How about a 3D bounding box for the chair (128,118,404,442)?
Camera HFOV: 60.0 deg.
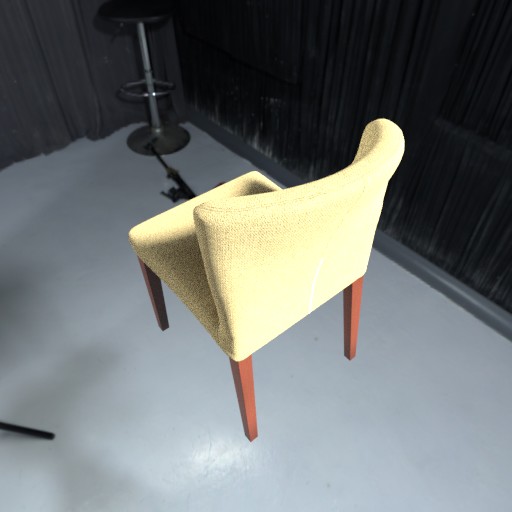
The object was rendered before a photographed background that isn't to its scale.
[{"bbox_3d":[0.000,0.000,1.190,0.491,0.839,0.589,-30,53,-26],"label":"chair"}]
